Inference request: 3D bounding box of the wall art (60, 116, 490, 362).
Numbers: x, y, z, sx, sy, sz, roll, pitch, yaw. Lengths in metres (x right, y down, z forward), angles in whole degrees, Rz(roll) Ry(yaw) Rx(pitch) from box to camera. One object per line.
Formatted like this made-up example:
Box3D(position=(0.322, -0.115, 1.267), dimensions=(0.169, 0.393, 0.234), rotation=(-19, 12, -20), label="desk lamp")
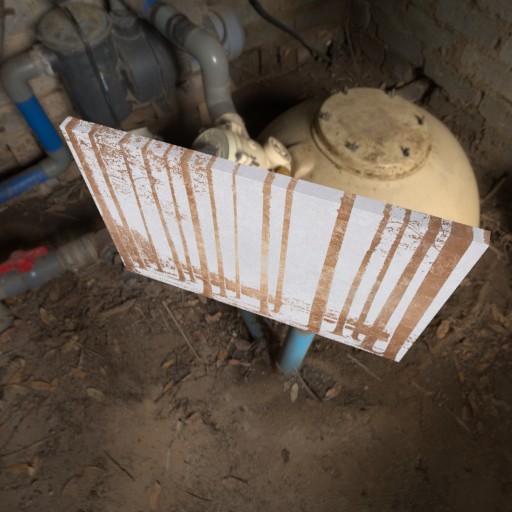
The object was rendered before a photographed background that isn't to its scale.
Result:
Box3D(position=(0.000, 0.000, 1.154), dimensions=(0.914, 0.609, 0.035), rotation=(17, 59, 11), label="wall art")
